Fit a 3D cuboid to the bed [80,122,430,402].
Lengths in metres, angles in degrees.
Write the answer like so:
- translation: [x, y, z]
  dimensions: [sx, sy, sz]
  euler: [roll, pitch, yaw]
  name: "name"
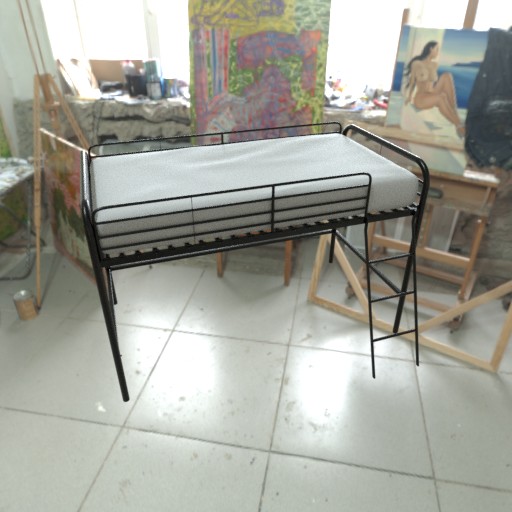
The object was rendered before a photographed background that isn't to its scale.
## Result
- translation: [0.000, 0.000, 2.942]
  dimensions: [1.968, 1.289, 1.393]
  euler: [-10, 33, -16]
  name: "bed"
